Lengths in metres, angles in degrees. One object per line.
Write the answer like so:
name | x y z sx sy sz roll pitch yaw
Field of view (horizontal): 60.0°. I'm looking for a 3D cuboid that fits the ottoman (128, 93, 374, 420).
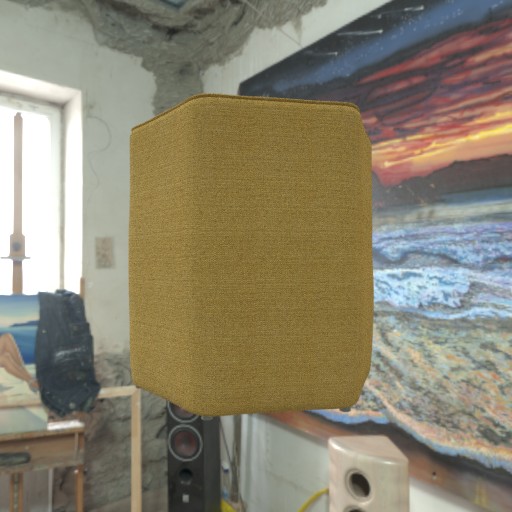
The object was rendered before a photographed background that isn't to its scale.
ottoman | 0.000 0.000 0.888 0.443 0.502 0.494 0 -1 20
